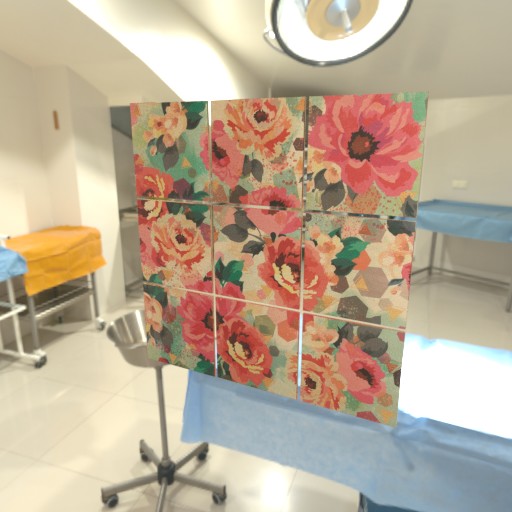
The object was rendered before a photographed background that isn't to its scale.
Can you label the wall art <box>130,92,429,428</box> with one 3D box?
[{"bbox_3d":[0.000,0.000,1.818,1.216,1.220,0.013,8,17,26],"label":"wall art"}]
